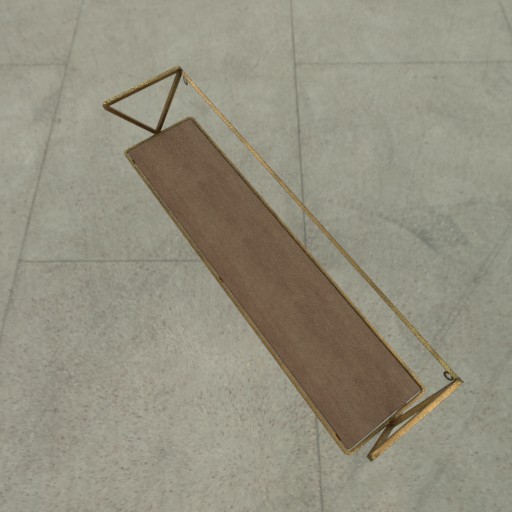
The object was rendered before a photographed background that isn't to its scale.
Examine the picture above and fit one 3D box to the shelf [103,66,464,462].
[{"bbox_3d":[0.000,0.000,0.722,0.150,0.229,0.645,-33,69,-15],"label":"shelf"}]
